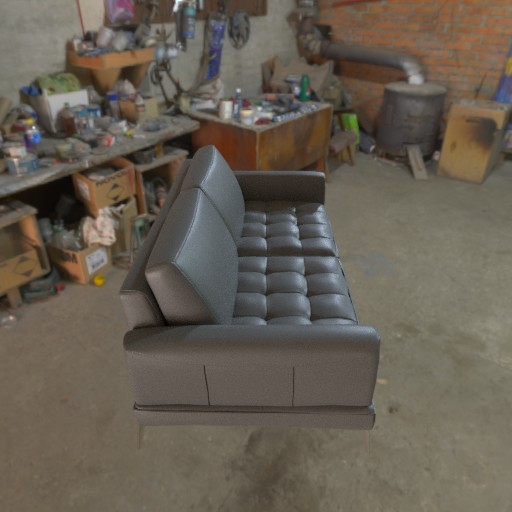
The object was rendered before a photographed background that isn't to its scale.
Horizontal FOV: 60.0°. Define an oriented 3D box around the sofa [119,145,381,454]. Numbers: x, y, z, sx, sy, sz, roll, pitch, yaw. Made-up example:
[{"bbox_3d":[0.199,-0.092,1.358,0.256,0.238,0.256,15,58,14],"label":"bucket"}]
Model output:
[{"bbox_3d":[0.000,0.000,2.765,1.121,0.930,2.177,0,30,1],"label":"sofa"}]
